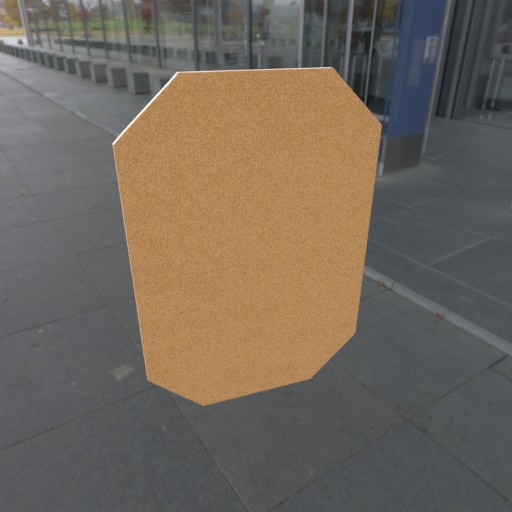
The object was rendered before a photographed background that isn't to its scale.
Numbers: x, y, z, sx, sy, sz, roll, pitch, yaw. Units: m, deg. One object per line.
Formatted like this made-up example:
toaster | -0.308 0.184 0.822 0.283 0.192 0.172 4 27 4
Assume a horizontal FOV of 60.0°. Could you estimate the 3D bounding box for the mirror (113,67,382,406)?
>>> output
mirror | 0.000 0.000 1.302 0.709 1.015 0.061 -9 29 -17
